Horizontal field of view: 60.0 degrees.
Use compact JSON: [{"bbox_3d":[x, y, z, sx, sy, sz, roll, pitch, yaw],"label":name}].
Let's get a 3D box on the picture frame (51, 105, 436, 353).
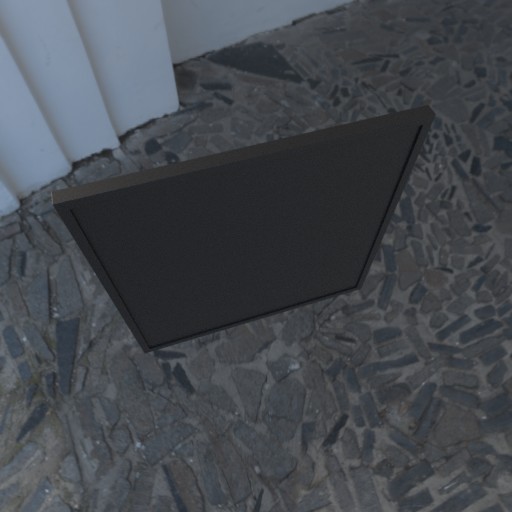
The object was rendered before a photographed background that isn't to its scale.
[{"bbox_3d":[0.000,0.000,1.192,0.775,0.775,0.032,-15,59,-9],"label":"picture frame"}]
